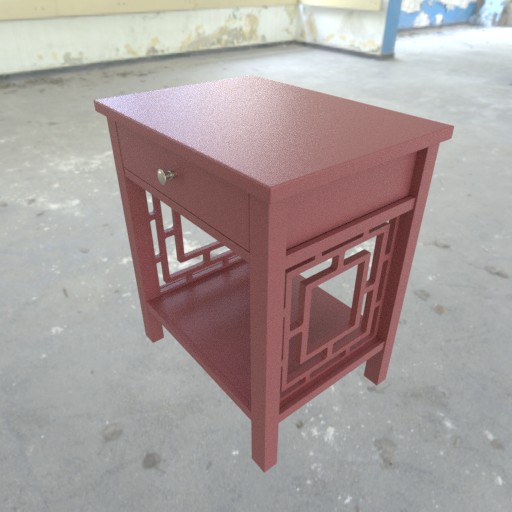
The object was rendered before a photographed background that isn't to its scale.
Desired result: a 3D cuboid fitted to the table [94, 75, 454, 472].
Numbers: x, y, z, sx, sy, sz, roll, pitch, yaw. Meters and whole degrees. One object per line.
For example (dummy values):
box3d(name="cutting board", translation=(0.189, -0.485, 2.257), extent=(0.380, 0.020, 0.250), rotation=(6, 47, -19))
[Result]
box3d(name="table", translation=(0.000, 0.000, 1.073), extent=(0.451, 0.686, 0.599), rotation=(-23, 40, -32))
